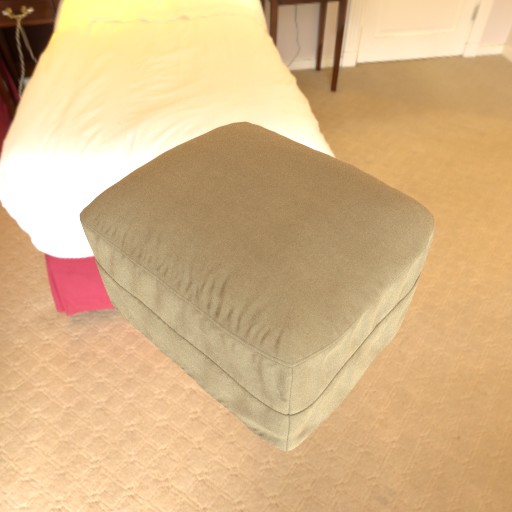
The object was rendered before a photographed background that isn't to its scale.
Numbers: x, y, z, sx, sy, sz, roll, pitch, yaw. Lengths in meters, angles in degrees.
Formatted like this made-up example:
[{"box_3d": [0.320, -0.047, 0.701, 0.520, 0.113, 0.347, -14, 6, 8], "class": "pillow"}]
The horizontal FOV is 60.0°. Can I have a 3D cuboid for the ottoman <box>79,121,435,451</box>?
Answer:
[{"box_3d": [0.000, 0.000, 1.128, 0.712, 0.480, 0.584, 33, 55, 28], "class": "ottoman"}]
